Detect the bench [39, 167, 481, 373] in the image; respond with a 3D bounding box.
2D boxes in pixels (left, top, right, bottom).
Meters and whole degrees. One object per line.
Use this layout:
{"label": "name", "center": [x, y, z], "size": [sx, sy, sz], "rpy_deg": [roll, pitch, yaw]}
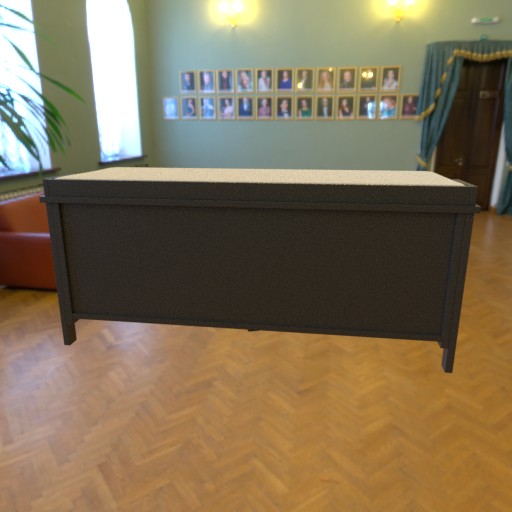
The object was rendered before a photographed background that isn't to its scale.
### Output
{"label": "bench", "center": [0.000, 0.000, 1.378], "size": [1.140, 0.501, 0.398], "rpy_deg": [2, 16, 8]}
